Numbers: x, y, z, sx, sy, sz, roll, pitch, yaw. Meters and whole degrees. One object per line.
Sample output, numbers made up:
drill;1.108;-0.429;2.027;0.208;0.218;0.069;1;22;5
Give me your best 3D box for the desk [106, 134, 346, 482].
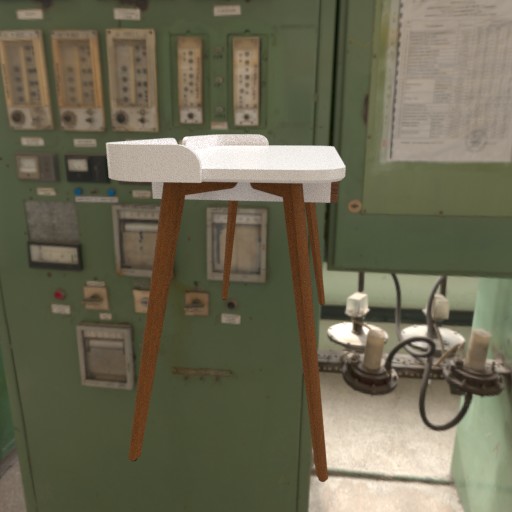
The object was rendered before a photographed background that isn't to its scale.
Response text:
desk;0.000;0.000;1.563;0.534;0.807;1.206;2;16;8
